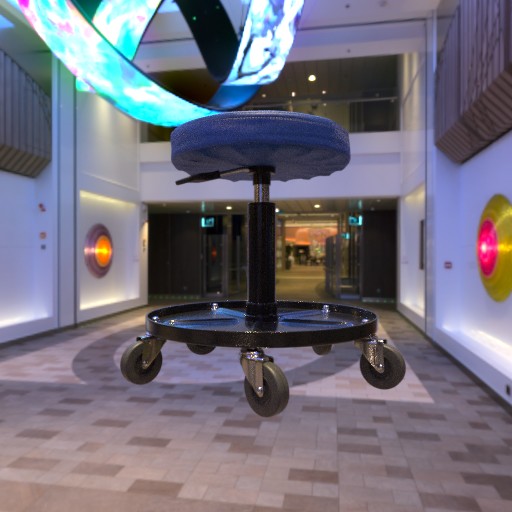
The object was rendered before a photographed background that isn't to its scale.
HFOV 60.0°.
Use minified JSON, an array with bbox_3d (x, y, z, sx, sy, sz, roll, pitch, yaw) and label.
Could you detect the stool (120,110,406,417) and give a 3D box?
[{"bbox_3d":[0.000,0.000,0.681,0.382,0.365,0.381,0,0,-36],"label":"stool"}]
